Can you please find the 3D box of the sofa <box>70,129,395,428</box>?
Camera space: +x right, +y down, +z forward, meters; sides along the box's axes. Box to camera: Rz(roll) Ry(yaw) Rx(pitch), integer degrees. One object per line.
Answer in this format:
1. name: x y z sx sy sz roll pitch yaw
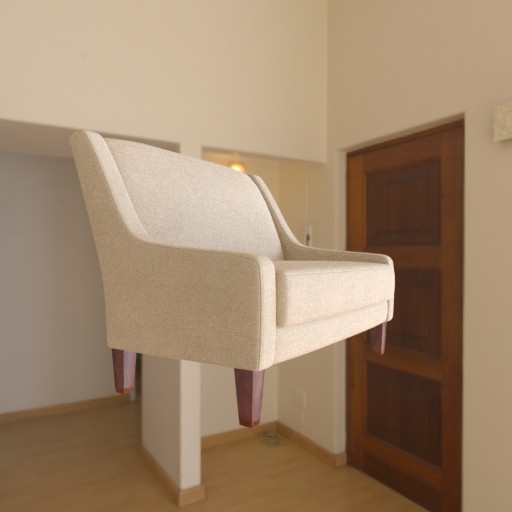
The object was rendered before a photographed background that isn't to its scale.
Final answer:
1. sofa: 0.000 0.000 1.945 0.946 0.976 1.212 0 0 34
